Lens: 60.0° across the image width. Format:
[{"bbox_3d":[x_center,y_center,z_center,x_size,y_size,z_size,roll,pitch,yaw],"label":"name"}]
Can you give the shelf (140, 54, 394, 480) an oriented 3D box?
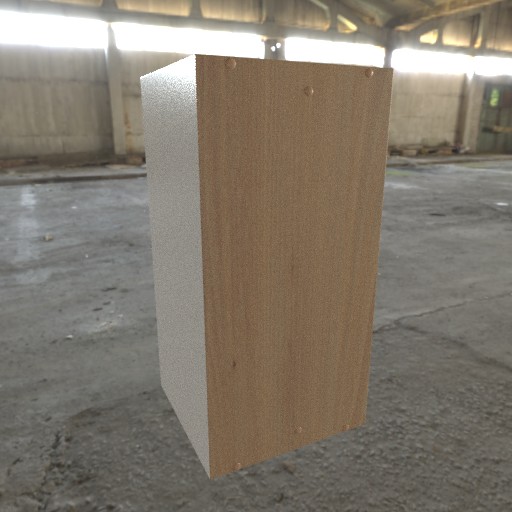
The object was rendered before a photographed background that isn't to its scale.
[{"bbox_3d":[0.000,0.000,0.776,0.297,0.594,0.290,-8,18,-25],"label":"shelf"}]
